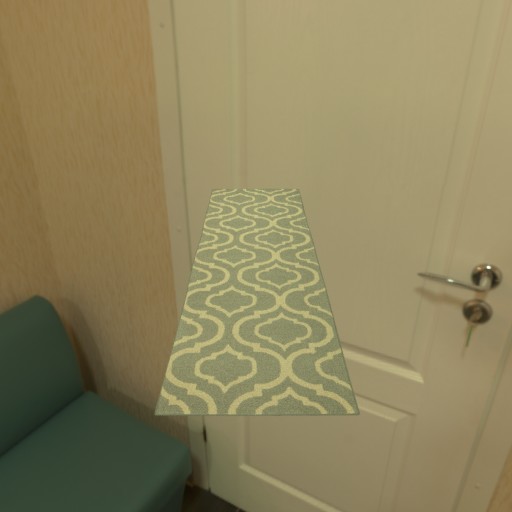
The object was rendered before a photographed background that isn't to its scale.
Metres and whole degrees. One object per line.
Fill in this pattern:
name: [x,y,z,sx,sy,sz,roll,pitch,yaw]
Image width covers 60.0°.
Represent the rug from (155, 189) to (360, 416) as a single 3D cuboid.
rug: [0.000,0.000,2.472,0.684,0.009,2.275,0,27,0]
